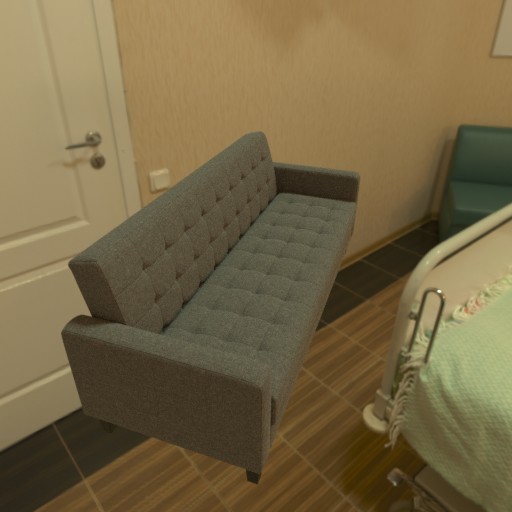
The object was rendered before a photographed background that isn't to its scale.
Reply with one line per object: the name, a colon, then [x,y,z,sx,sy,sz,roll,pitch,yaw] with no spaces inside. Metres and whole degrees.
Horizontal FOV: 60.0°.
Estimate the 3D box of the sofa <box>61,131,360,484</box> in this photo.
sofa: [0.000,0.000,2.392,0.810,0.850,2.040,11,33,17]
